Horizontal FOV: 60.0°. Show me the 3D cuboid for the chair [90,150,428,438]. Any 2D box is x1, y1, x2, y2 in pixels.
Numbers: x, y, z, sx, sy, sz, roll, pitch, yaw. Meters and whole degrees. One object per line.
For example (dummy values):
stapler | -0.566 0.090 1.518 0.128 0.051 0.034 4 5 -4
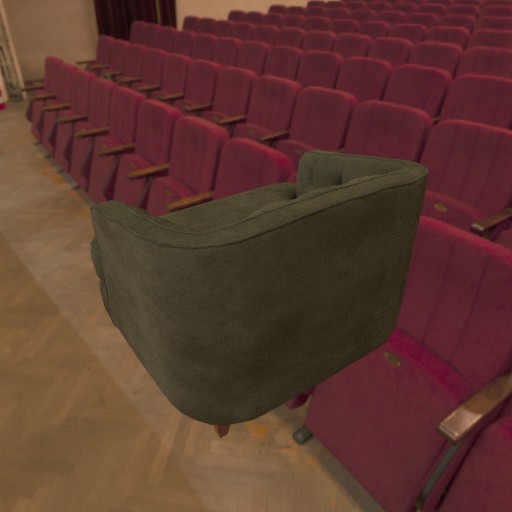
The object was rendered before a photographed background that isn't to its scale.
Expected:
chair | 0.000 0.000 1.799 1.104 0.852 0.941 -20 37 -29
